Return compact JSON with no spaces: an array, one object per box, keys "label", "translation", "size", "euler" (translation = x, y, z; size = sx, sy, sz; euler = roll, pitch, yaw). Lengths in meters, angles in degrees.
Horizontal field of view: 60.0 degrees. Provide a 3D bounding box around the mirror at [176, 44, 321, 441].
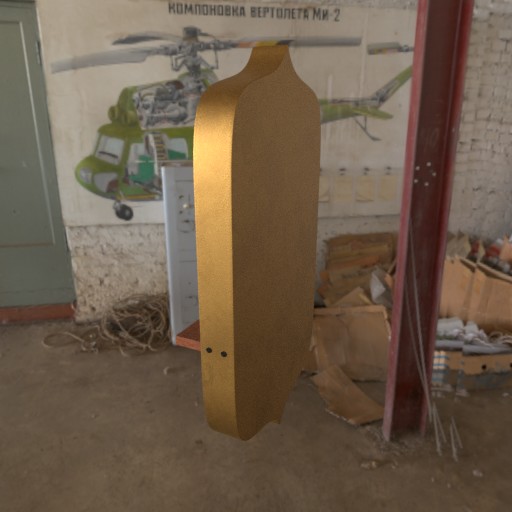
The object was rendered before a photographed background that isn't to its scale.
[{"label":"mirror","translation":[0.000,0.000,0.712],"size":[0.096,0.613,0.323],"euler":[9,20,25]}]
